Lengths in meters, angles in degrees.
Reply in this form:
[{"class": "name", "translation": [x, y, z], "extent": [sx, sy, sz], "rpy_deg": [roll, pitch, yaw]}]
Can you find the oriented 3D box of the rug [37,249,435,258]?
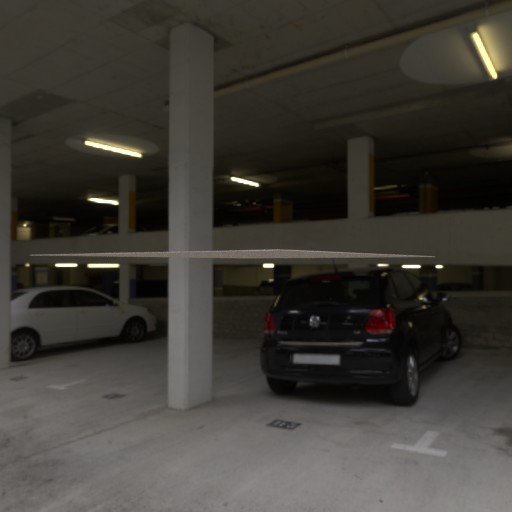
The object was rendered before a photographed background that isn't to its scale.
[{"class": "rug", "translation": [0.000, 0.000, 4.008], "extent": [2.391, 0.005, 2.880], "rpy_deg": [-1, -1, 36]}]
